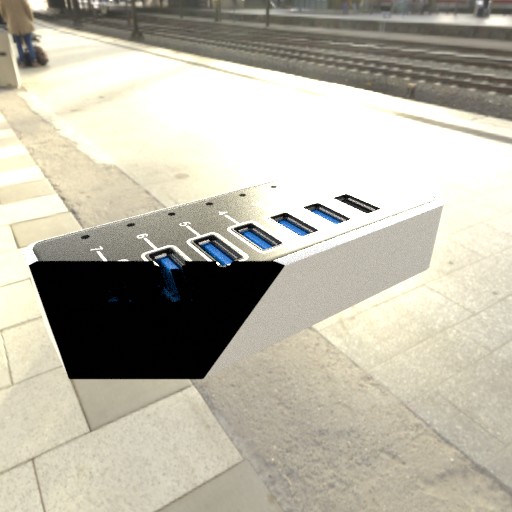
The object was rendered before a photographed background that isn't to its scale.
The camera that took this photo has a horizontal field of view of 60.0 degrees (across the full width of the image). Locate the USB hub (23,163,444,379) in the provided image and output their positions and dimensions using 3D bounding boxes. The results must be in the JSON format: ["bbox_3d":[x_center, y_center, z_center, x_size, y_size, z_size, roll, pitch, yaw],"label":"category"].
[{"bbox_3d":[0.000,0.000,0.125,0.110,0.023,0.044,-20,36,-30],"label":"USB hub"}]
